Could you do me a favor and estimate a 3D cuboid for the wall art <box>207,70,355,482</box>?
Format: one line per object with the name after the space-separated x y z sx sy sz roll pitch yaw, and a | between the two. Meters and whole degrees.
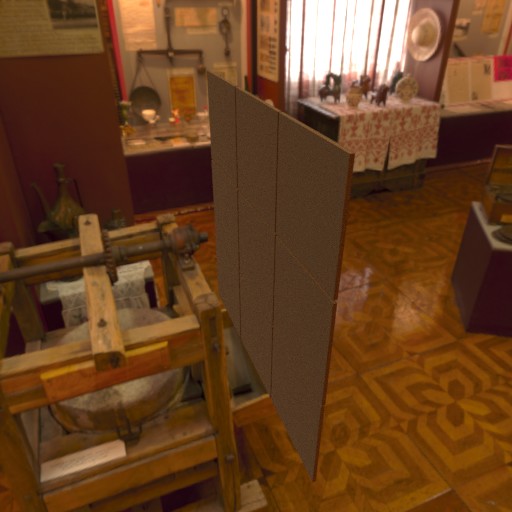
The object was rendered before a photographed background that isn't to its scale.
0.000 0.000 1.337 0.010 0.917 0.919 -11 33 -17 | wall art
